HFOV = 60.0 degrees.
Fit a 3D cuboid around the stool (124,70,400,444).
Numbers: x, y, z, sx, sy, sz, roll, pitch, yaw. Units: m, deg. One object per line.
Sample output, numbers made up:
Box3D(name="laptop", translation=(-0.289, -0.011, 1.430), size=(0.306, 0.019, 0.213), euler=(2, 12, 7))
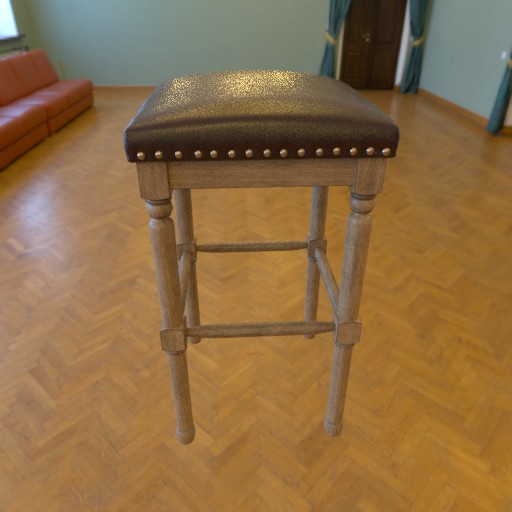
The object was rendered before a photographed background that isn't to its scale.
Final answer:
Box3D(name="stool", translation=(0.000, 0.000, 0.912), size=(0.383, 0.702, 0.382), euler=(-2, 30, -3))
